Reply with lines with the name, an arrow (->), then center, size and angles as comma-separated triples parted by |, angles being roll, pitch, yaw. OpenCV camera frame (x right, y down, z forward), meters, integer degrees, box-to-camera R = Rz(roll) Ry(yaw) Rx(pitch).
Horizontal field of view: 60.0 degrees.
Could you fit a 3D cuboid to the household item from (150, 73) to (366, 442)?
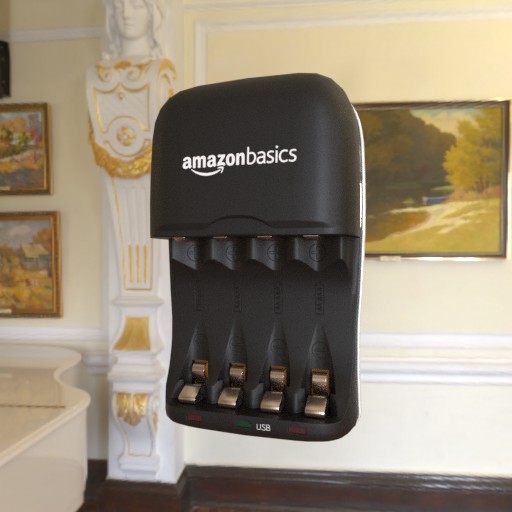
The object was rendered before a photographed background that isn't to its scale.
household item -> 0.000, 0.000, 0.148 | 0.070, 0.114, 0.038 | 0, 0, 18
